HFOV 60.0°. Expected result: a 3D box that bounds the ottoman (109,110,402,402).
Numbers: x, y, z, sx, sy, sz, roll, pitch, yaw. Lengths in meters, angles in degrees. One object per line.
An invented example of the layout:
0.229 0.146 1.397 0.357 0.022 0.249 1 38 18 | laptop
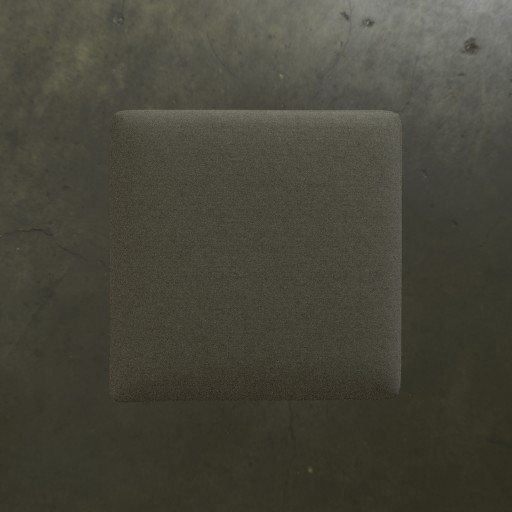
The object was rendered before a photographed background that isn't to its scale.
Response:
0.000 0.000 1.660 1.041 0.470 1.041 0 90 -1 | ottoman
